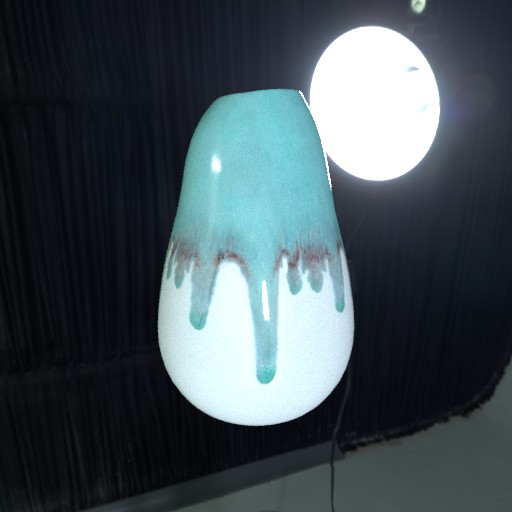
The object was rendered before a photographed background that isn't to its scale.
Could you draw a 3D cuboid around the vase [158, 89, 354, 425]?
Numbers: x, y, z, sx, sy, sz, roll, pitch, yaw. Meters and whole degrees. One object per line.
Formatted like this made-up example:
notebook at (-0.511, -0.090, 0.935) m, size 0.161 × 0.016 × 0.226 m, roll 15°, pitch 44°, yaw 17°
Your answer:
vase at (0.000, 0.000, 0.257) m, size 0.116 × 0.179 × 0.116 m, roll 0°, pitch 17°, yaw 0°
